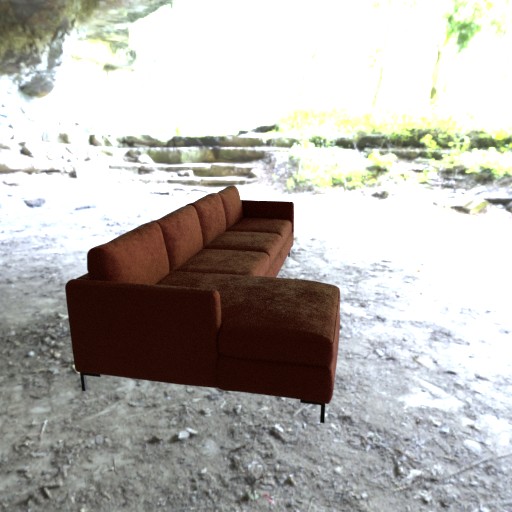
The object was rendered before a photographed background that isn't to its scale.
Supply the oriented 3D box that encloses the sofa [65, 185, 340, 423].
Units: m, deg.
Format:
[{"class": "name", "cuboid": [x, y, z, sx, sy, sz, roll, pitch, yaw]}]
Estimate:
[{"class": "sofa", "cuboid": [0.000, 0.000, 2.913, 1.136, 0.663, 2.467, 3, 16, 11]}]
